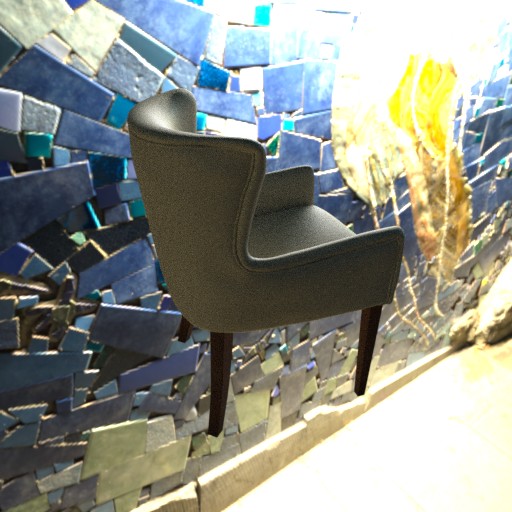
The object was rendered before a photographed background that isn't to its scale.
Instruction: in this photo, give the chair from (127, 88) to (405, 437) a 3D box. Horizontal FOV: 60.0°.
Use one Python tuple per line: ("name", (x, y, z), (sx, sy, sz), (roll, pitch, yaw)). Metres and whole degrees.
("chair", (0.000, 0.000, 1.434), (0.686, 0.952, 0.660), (-10, 31, -17))
